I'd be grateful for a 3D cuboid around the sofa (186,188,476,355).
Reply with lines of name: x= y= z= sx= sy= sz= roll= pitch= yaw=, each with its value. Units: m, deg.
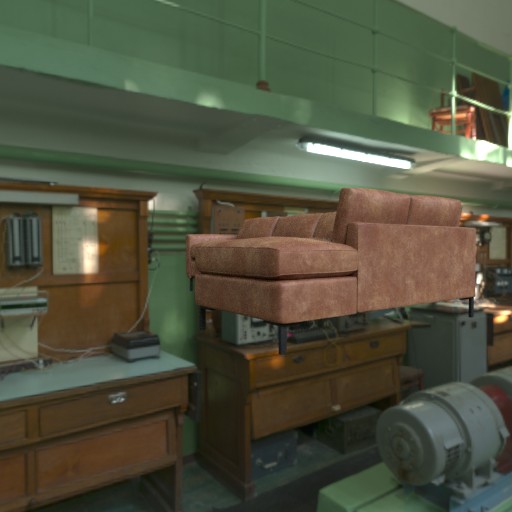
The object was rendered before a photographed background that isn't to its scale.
sofa: x=0.000 y=0.000 z=3.883 sx=1.938 sy=0.877 sz=2.984 roll=-1 pitch=2 yaw=-37
